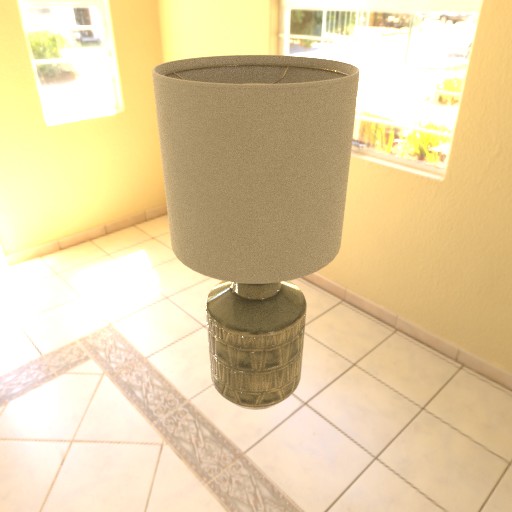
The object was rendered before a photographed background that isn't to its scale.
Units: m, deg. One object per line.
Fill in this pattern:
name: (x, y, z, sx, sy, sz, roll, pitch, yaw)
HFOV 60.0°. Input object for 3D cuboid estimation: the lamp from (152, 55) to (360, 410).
lamp: (0.000, 0.000, 0.574, 0.211, 0.455, 0.211, 21, 37, 31)
